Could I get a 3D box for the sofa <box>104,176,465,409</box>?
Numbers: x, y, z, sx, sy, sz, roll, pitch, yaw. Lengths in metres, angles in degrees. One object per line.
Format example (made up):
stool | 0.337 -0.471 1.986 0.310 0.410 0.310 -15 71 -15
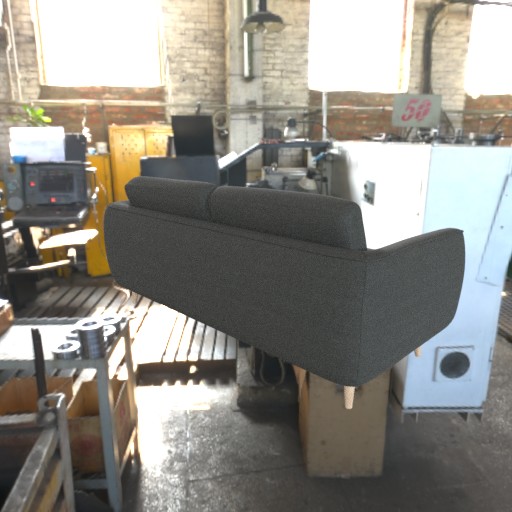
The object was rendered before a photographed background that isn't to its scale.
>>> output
sofa | 0.000 0.000 2.499 2.000 0.850 0.920 14 21 43
